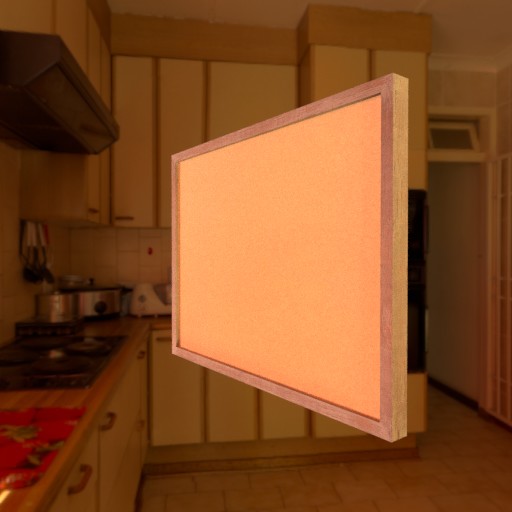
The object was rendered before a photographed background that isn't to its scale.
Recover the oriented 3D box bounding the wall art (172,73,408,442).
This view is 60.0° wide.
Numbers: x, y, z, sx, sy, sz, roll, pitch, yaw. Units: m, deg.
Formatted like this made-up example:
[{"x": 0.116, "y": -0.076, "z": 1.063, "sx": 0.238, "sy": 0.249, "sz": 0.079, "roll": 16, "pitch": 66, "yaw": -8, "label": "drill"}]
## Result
[{"x": 0.000, "y": 0.000, "z": 1.755, "sx": 0.070, "sy": 1.009, "sz": 1.320, "roll": -1, "pitch": 1, "yaw": -37, "label": "wall art"}]
